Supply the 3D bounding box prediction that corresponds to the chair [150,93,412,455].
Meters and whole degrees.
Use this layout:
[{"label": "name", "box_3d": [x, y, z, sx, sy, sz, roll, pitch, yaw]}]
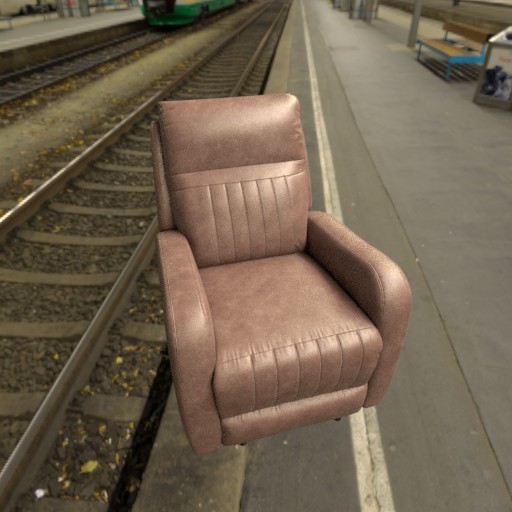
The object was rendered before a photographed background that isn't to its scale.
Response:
[{"label": "chair", "box_3d": [0.000, 0.000, 1.791, 0.865, 1.067, 1.067, -9, 33, -14]}]
